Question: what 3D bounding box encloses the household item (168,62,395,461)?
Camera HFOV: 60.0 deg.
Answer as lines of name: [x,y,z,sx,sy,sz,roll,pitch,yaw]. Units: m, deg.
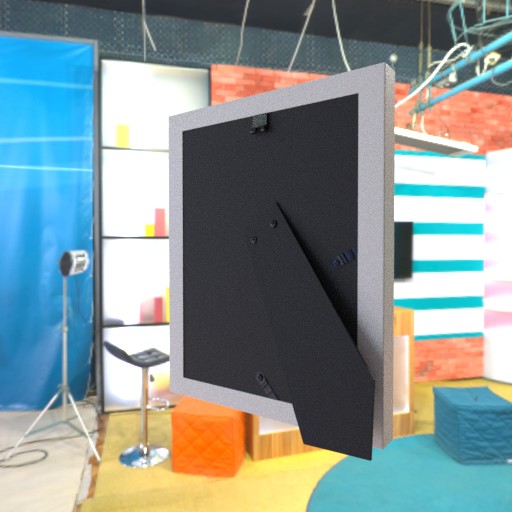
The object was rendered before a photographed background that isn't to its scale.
household item: [0.000,0.000,0.342,0.200,0.250,0.045,1,1,36]
